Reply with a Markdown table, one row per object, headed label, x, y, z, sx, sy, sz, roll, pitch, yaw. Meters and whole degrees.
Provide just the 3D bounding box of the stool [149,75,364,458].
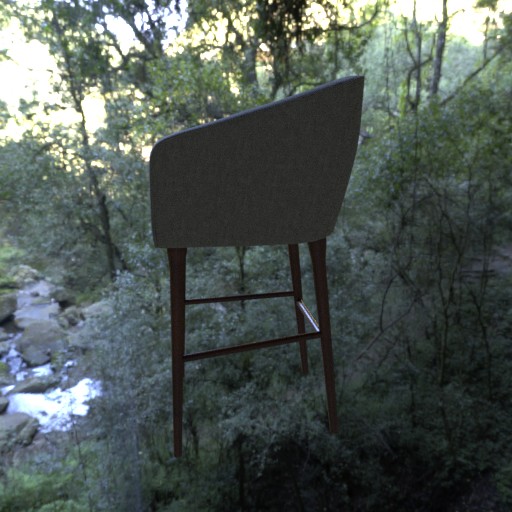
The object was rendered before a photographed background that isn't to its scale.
| label | x | y | z | sx | sy | sz | roll | pitch | yaw |
| --- | --- | --- | --- | --- | --- | --- | --- | --- | --- |
| stool | 0.000 | 0.000 | 1.422 | 0.607 | 1.078 | 0.559 | -2 | 15 | -8 |
